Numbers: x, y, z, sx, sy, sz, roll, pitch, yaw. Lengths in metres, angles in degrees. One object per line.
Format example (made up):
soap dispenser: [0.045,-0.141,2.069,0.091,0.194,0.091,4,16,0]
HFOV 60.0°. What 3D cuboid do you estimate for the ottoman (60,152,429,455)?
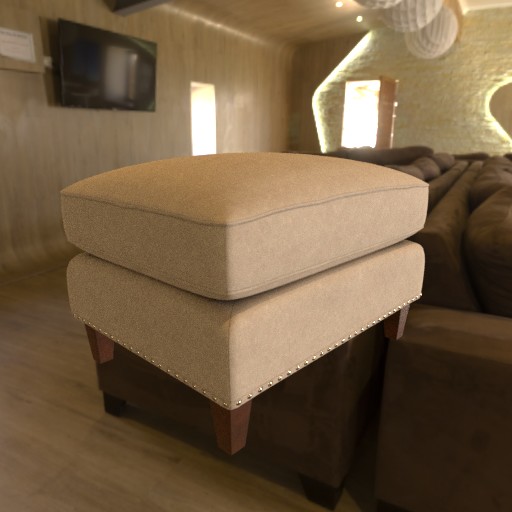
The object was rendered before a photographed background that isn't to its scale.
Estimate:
ottoman: [0.000,0.000,1.131,0.584,0.513,0.741,14,21,42]
